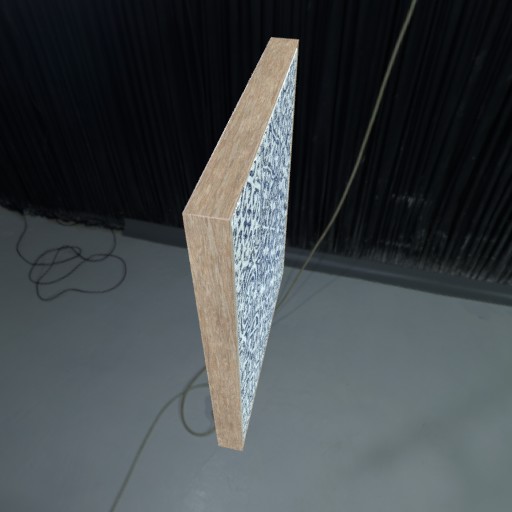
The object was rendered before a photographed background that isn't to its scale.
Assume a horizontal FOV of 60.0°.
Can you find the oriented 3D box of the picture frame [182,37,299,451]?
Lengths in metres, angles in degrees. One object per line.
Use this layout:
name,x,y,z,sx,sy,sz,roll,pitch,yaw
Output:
picture frame,0.000,0.000,0.721,0.043,0.526,0.424,9,46,8
